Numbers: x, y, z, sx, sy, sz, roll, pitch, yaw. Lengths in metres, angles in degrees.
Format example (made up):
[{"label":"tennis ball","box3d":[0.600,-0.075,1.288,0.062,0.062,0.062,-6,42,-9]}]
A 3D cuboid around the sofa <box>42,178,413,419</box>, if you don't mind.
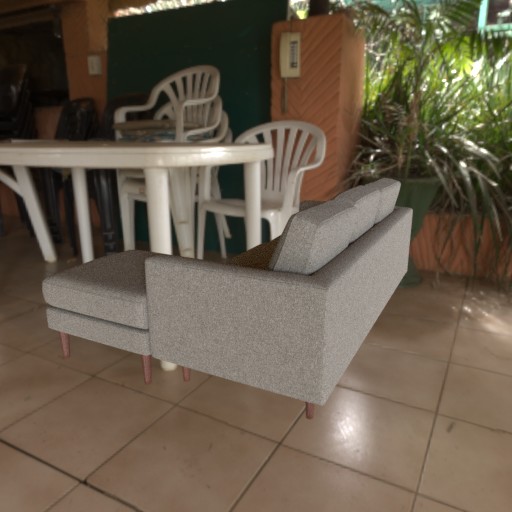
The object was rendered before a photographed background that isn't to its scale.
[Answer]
[{"label":"sofa","box3d":[0.000,0.000,2.957,1.667,0.957,2.055,8,17,26]}]
